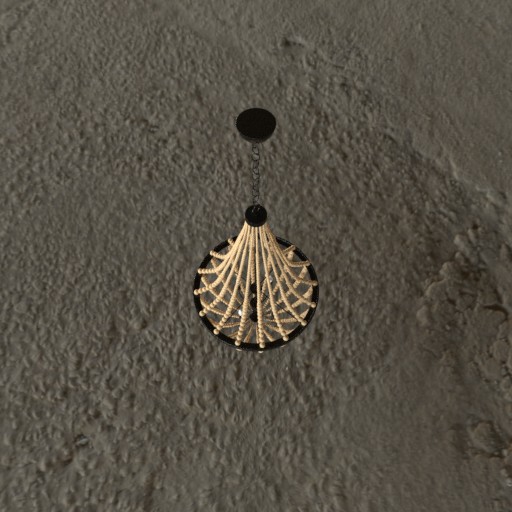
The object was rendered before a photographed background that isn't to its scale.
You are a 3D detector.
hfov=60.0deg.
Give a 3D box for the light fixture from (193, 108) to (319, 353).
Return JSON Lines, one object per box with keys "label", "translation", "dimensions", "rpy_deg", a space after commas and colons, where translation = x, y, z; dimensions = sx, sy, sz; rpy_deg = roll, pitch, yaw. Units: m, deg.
{"label": "light fixture", "translation": [0.000, 0.000, 1.358], "dimensions": [0.450, 1.133, 0.450], "rpy_deg": [0, 63, 0]}
